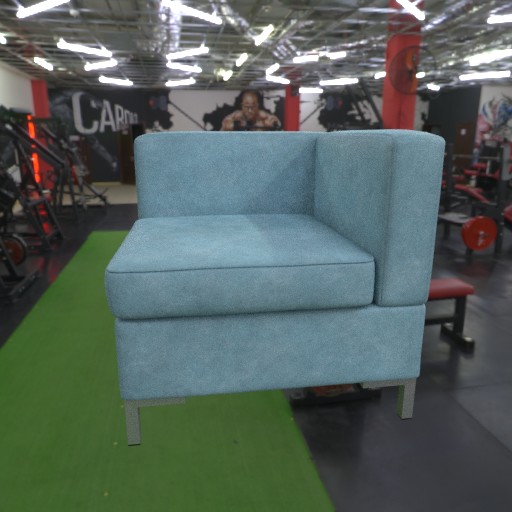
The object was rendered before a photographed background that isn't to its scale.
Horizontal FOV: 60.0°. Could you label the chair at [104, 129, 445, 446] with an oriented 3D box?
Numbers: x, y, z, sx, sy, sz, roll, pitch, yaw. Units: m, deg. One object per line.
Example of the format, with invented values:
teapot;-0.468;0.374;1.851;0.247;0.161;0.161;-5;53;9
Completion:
chair;0.000;0.000;1.206;0.691;0.660;0.684;-2;16;-8
